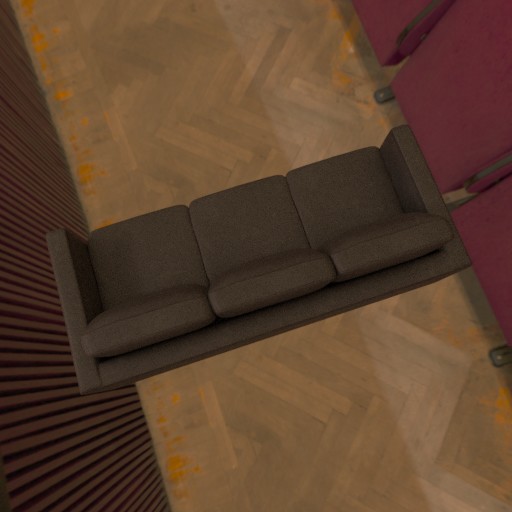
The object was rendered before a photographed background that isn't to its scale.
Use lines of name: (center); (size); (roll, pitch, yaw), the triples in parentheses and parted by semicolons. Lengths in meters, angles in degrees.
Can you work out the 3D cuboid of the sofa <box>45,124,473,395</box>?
sofa: (0.000, 0.000, 2.479); (2.029, 0.899, 0.879); (-18, 77, -4)
